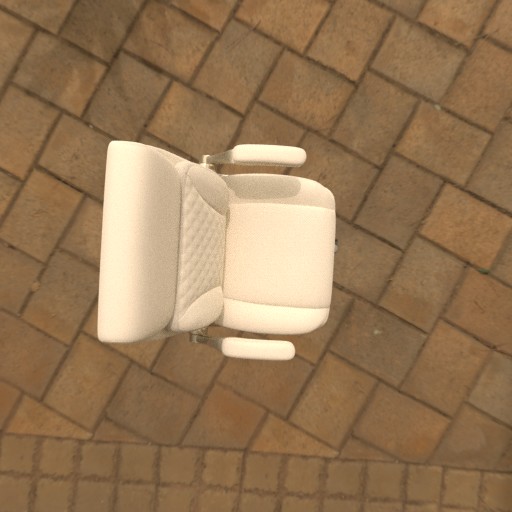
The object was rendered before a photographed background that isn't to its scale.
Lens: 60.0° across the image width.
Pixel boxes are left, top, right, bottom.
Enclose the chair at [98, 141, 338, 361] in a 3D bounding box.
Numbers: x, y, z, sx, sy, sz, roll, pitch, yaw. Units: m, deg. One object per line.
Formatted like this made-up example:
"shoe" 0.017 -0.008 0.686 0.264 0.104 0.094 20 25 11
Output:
"chair" 0.000 0.000 1.615 0.794 1.110 0.740 0 90 -1
